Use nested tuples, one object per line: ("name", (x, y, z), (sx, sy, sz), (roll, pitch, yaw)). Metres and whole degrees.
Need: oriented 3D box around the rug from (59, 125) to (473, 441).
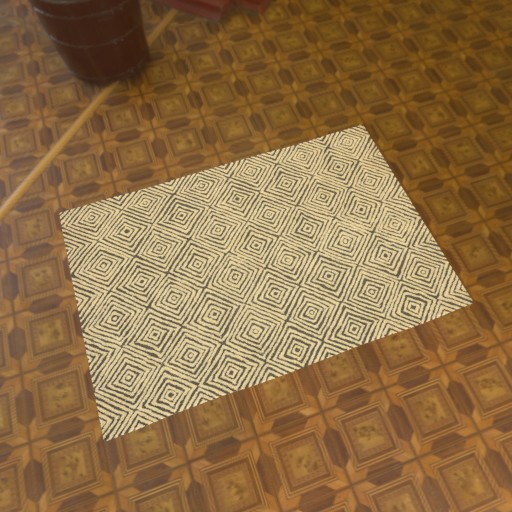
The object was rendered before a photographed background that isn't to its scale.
("rug", (0.000, 0.000, 2.192), (1.750, 0.004, 1.177), (-18, 65, -9))
